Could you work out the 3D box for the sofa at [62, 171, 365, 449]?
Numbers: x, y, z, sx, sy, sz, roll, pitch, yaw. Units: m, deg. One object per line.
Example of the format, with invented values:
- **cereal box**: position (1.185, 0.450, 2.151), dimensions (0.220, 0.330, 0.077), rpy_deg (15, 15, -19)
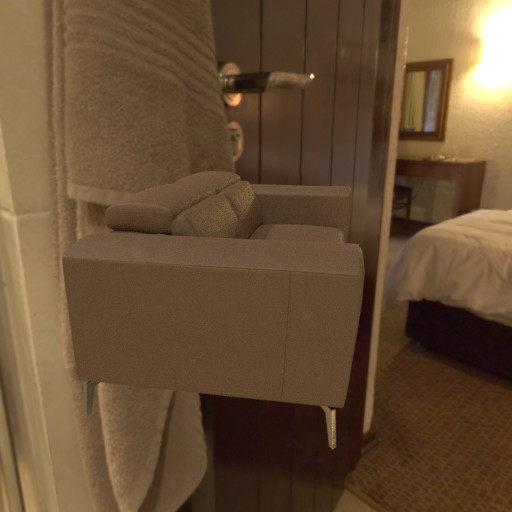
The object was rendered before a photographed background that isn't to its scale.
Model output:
- **sofa**: position (0.000, 0.000, 2.327), dimensions (1.003, 0.779, 1.895), rpy_deg (3, 17, 10)
